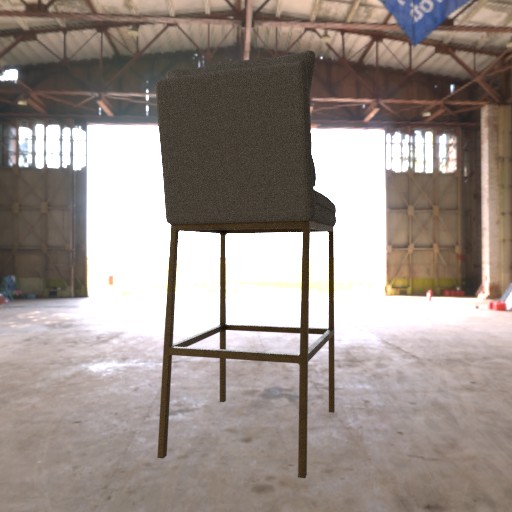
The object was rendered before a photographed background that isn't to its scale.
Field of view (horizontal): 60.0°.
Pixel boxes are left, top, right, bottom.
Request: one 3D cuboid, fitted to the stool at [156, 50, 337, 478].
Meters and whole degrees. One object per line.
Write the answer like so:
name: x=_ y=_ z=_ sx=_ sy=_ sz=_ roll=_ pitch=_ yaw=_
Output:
stool: x=0.000 y=0.000 z=1.442 sx=0.463 sy=1.132 sz=0.569 roll=0 pitch=-1 yaw=16
